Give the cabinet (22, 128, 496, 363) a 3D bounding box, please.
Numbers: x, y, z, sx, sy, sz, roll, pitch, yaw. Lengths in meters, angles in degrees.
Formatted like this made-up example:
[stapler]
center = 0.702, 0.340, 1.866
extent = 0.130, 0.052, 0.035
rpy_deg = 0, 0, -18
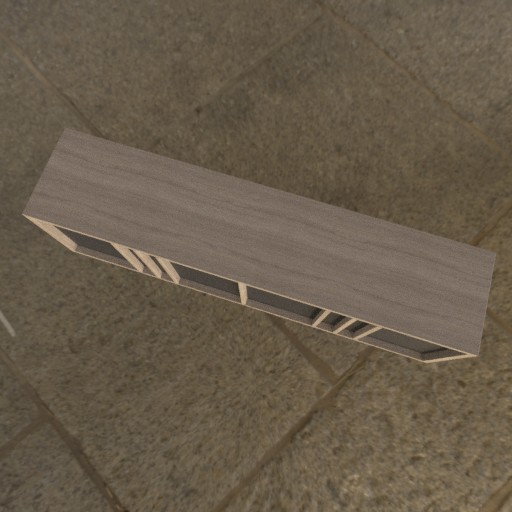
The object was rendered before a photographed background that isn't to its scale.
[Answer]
[cabinet]
center = 0.000, 0.000, 2.470
extent = 2.198, 0.779, 0.499
rpy_deg = 17, 74, 5
